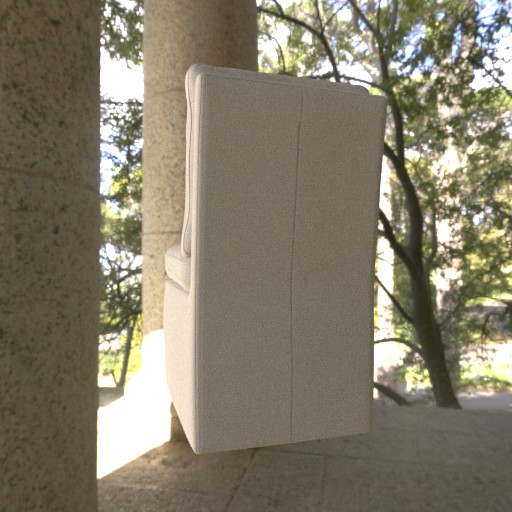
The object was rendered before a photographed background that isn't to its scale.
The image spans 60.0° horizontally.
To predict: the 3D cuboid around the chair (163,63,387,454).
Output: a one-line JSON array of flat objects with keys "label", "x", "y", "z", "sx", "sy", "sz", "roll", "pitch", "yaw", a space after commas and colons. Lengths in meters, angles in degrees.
[{"label": "chair", "x": 0.000, "y": 0.000, "z": 1.349, "sx": 0.503, "sy": 0.927, "sz": 0.698, "roll": 0, "pitch": -1, "yaw": -17}]
